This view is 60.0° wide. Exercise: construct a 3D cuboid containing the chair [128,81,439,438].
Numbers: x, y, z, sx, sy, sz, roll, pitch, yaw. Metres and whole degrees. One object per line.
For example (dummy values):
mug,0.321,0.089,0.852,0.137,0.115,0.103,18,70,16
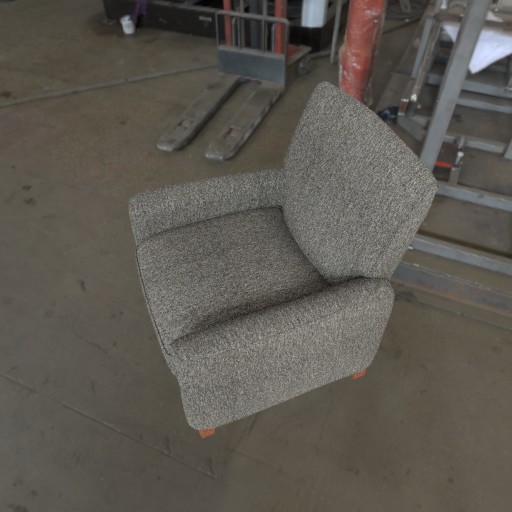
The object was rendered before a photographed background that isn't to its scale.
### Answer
chair,0.000,0.000,1.670,0.864,1.014,0.848,-16,48,-15
